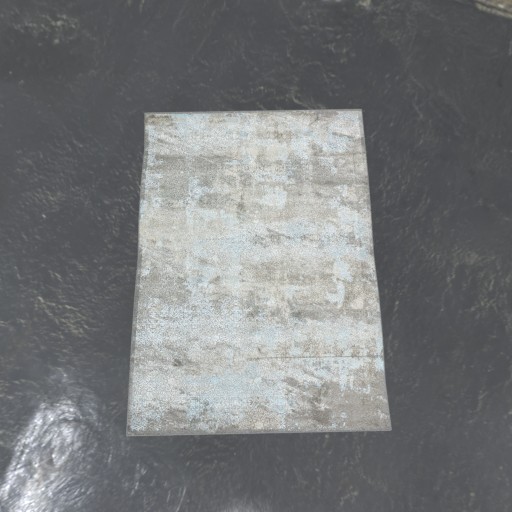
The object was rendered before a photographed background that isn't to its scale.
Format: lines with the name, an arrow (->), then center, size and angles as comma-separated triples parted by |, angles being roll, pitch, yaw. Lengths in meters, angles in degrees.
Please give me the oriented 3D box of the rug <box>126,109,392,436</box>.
rug -> 0.000, 0.000, 4.424 | 2.393, 0.013, 3.307 | -1, 74, 0
